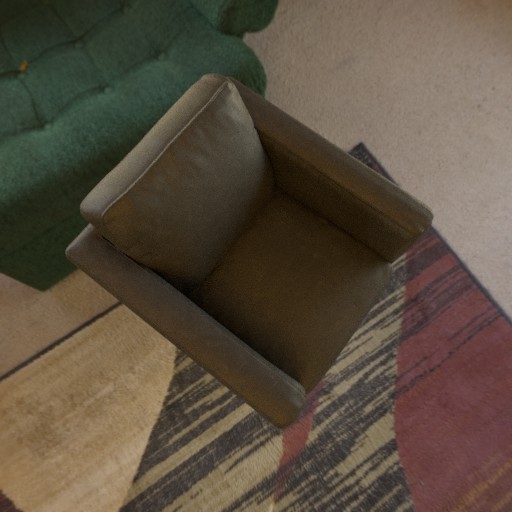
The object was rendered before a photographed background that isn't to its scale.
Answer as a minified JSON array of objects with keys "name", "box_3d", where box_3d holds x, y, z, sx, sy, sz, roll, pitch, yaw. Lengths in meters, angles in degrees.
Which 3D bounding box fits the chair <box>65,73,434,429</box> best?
[{"name":"chair","box_3d":[0.000,0.000,1.585,0.879,0.898,0.831,36,77,10]}]
